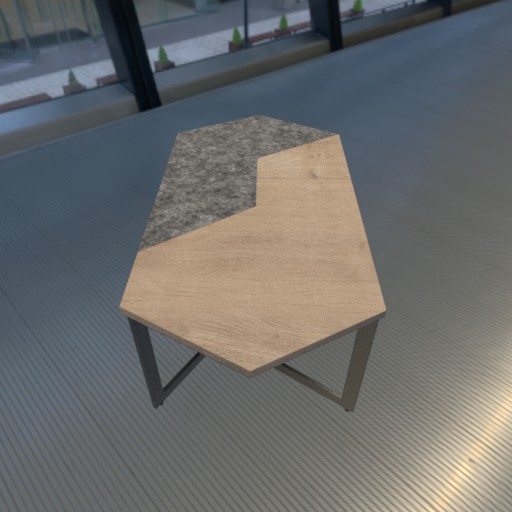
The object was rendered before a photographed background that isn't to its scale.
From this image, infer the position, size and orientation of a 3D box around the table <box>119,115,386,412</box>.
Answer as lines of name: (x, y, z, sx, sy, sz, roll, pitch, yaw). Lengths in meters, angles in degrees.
table: (0.000, 0.000, 1.492, 0.609, 0.457, 1.219, 1, 41, 1)
